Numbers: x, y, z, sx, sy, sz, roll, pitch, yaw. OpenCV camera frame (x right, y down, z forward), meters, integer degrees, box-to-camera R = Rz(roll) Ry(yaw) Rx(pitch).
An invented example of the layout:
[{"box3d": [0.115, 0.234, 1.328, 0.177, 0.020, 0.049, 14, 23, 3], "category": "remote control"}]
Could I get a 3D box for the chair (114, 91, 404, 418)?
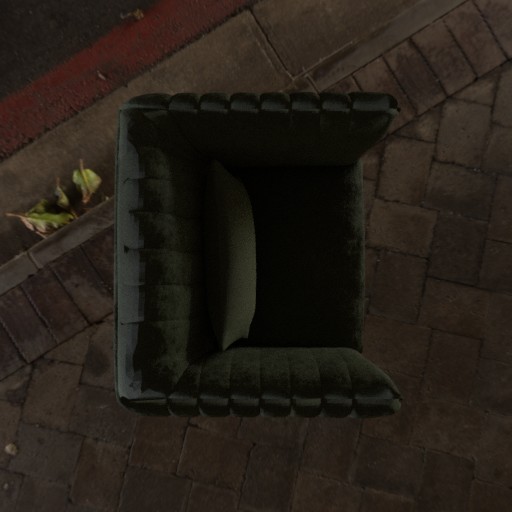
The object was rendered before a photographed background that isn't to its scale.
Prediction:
[{"box3d": [0.000, 0.000, 1.673, 0.877, 0.794, 1.032, 0, 89, 1], "category": "chair"}]
